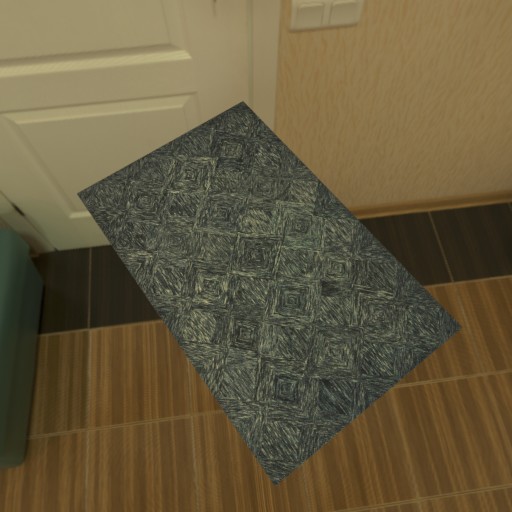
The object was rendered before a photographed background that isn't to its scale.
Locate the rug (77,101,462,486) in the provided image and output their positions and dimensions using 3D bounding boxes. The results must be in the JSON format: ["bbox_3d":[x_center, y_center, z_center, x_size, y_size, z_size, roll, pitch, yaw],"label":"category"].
[{"bbox_3d":[0.000,0.000,2.978,1.478,0.017,2.330,-34,69,-15],"label":"rug"}]
